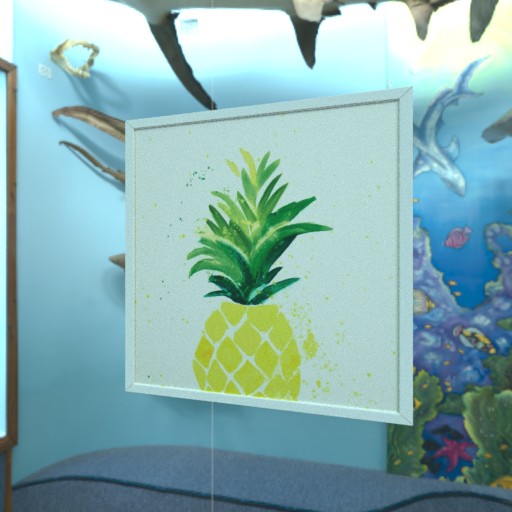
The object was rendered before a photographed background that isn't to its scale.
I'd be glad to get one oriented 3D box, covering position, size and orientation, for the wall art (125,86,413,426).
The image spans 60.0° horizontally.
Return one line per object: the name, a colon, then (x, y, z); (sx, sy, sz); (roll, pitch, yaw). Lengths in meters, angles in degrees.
wall art: (0.000, 0.000, 0.461); (0.307, 0.307, 0.020); (0, 0, 19)
